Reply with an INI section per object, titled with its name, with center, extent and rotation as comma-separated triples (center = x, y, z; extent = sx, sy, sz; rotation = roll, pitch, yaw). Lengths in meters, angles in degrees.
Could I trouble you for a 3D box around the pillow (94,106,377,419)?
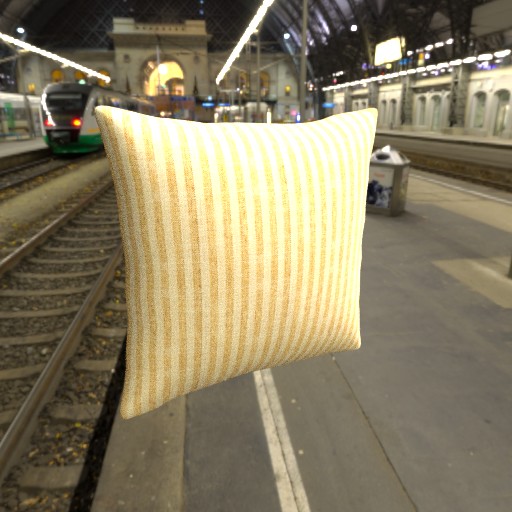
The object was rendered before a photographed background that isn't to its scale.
[pillow]
center = 0.000, 0.000, 0.638
extent = 0.419, 0.407, 0.173
rotation = -9, 20, -27
